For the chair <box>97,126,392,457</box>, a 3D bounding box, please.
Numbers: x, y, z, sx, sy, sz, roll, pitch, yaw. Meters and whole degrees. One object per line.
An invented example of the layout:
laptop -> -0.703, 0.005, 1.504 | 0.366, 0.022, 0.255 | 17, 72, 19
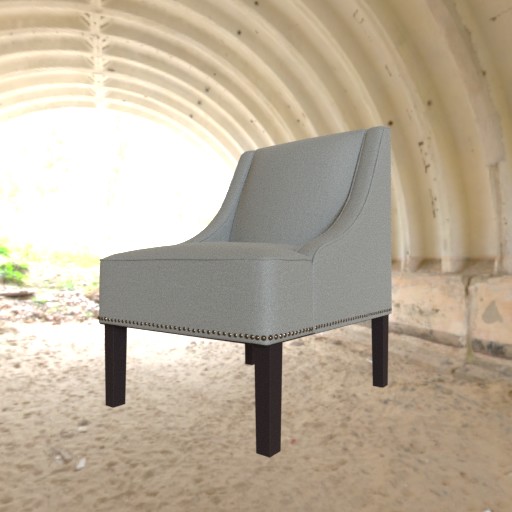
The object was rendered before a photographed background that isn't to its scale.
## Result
chair -> 0.000, 0.000, 1.366 | 0.610, 0.864, 0.737 | -1, -1, 37
